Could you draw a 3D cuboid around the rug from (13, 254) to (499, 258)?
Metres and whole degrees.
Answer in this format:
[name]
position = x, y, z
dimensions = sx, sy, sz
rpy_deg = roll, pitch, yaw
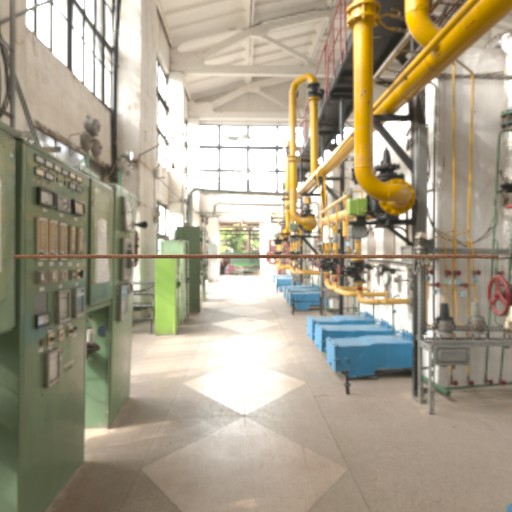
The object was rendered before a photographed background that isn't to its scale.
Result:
[rug]
position = 0.000, 0.000, 2.272
dimensions = 1.829, 0.014, 1.219
rpy_deg = 0, 0, -1
